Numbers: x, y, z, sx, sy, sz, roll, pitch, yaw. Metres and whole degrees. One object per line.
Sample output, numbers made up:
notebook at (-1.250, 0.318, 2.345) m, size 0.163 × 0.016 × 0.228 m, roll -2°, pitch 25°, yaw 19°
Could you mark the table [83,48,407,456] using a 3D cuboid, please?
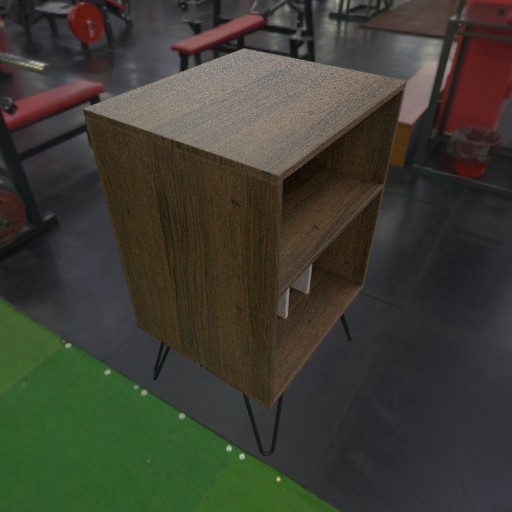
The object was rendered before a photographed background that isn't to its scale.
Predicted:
table at (0.000, 0.000, 1.188) m, size 0.457 × 0.866 × 0.526 m, roll 24°, pitch 45°, yaw 27°
